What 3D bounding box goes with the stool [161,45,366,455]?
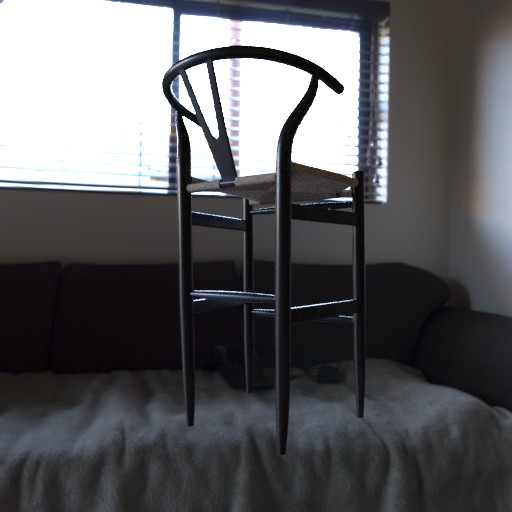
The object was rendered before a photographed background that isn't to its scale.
[{"bbox_3d":[0.000,0.000,1.398,0.569,1.072,0.579,0,0,36],"label":"stool"}]
